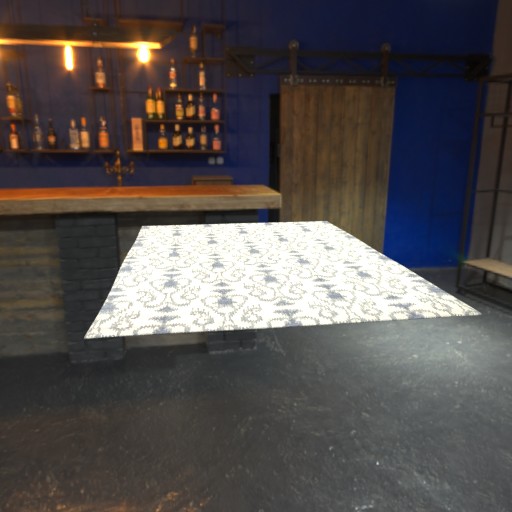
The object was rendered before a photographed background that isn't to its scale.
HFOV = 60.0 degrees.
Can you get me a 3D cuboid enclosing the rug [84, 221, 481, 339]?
[{"bbox_3d":[0.000,0.000,2.902,1.676,0.013,2.261,-2,15,-8],"label":"rug"}]
